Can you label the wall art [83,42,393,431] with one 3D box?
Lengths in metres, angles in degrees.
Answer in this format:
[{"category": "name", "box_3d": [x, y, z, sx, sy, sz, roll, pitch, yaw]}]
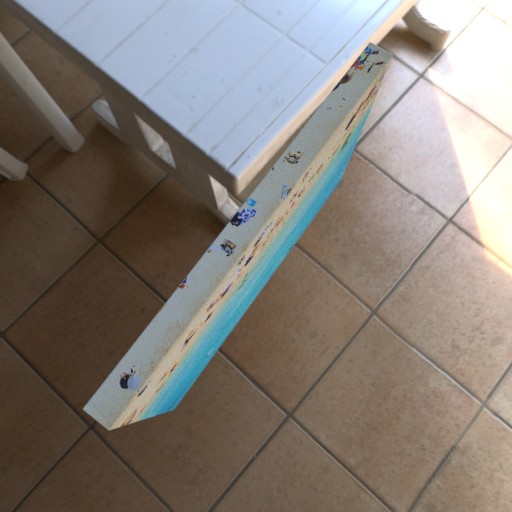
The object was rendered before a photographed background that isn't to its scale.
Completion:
[{"category": "wall art", "box_3d": [0.000, 0.000, 1.103, 0.057, 0.595, 0.894, 35, 77, 9]}]
